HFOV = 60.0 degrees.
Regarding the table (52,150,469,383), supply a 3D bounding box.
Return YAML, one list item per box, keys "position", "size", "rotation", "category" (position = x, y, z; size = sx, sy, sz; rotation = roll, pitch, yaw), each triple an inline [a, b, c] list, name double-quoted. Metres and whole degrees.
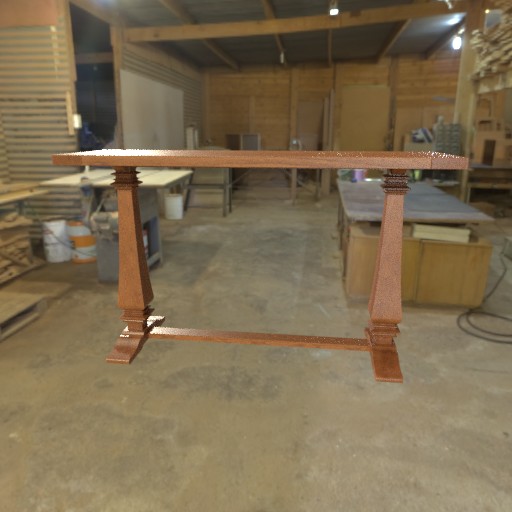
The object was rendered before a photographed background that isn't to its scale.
- position: [0.000, 0.000, 1.883]
  size: [1.478, 0.852, 0.461]
  rotation: [2, 16, 7]
  category: "table"
